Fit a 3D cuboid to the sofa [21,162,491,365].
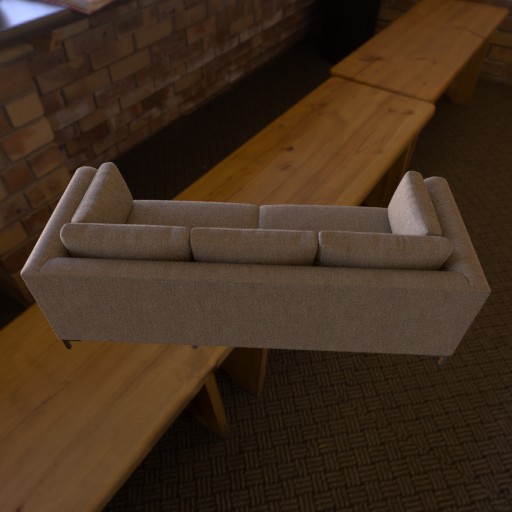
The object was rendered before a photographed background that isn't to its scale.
[{"bbox_3d":[0.000,0.000,2.816,2.415,0.867,0.969,2,47,2],"label":"sofa"}]
